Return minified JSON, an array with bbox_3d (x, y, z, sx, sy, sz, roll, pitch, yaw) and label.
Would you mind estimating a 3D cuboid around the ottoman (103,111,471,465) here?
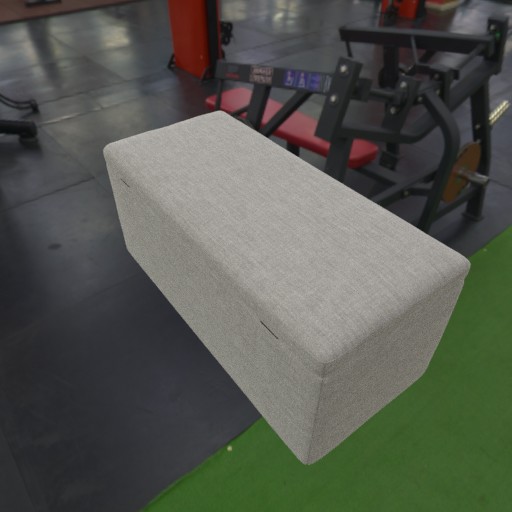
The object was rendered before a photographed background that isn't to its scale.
[{"bbox_3d":[0.000,0.000,1.155,0.419,0.432,0.902,-26,48,-27],"label":"ottoman"}]
